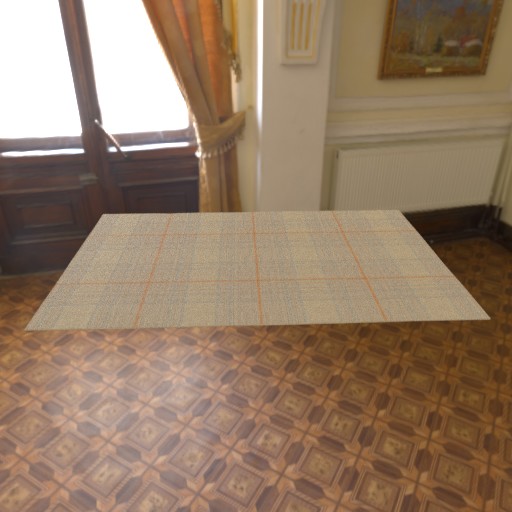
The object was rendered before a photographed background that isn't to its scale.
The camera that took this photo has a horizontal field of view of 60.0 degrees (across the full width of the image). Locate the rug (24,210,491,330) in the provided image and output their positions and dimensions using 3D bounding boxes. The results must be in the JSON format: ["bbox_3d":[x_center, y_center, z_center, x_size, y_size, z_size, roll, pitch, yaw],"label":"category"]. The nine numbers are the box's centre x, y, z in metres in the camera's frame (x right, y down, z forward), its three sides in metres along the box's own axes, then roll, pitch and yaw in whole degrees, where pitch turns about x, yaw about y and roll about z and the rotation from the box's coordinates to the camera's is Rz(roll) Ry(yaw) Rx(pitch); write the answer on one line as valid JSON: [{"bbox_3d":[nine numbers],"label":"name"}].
[{"bbox_3d":[0.000,0.000,2.987,2.442,0.016,1.527,-1,28,-2],"label":"rug"}]
